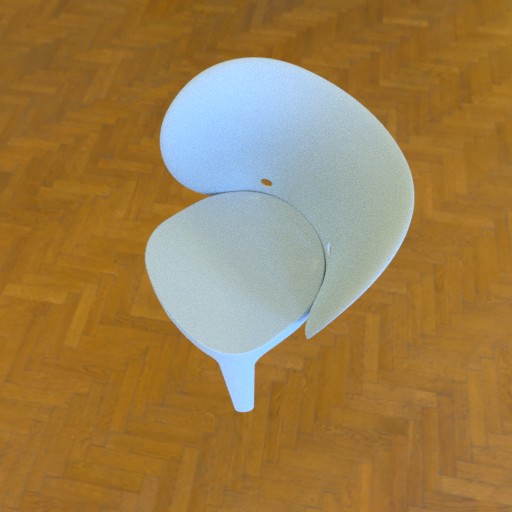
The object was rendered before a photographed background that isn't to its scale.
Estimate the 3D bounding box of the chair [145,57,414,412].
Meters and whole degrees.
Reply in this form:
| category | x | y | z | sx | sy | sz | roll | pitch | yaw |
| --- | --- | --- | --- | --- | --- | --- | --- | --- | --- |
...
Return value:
| category | x | y | z | sx | sy | sz | roll | pitch | yaw |
| --- | --- | --- | --- | --- | --- | --- | --- | --- | --- |
| chair | 0.000 | 0.000 | 0.861 | 0.402 | 0.554 | 0.451 | -33 | 67 | -16 |
